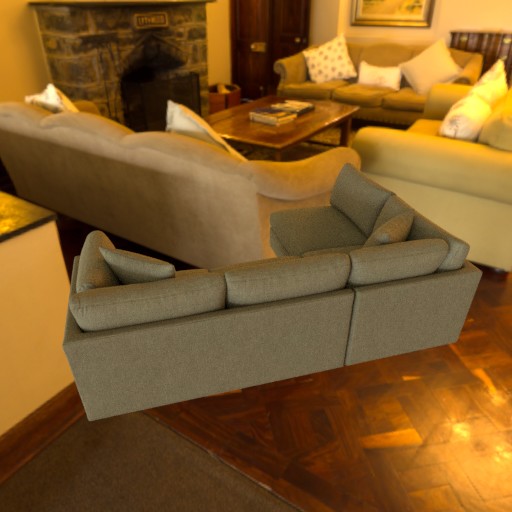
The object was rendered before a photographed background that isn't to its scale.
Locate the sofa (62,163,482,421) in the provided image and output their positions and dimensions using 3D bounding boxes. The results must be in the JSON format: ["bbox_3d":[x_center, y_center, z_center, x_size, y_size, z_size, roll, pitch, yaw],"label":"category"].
[{"bbox_3d":[0.000,0.000,3.814,2.896,0.978,1.994,-8,32,-14],"label":"sofa"}]
